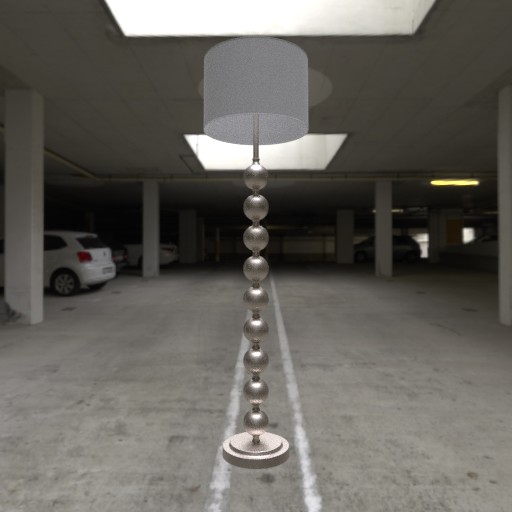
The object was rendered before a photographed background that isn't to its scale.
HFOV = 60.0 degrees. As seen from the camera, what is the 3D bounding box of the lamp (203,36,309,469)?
[{"bbox_3d":[0.000,0.000,1.665,0.394,1.474,0.394,0,-1,1],"label":"lamp"}]
